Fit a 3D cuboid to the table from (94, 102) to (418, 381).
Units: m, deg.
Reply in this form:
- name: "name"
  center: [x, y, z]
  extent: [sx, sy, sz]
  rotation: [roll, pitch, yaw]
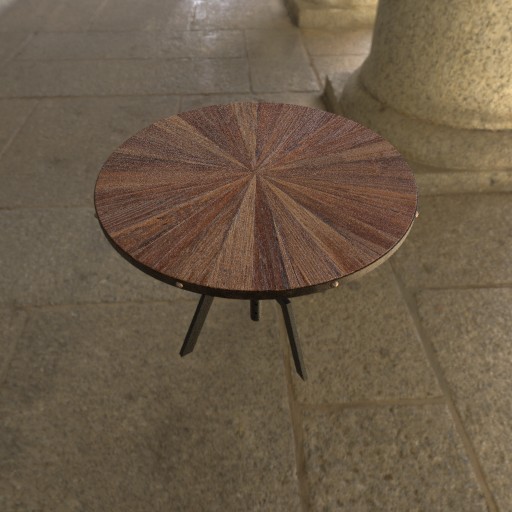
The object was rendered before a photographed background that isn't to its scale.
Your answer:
- name: "table"
  center: [0.000, 0.000, 1.477]
  extent: [0.885, 0.658, 0.885]
  rotation: [0, 44, 0]
